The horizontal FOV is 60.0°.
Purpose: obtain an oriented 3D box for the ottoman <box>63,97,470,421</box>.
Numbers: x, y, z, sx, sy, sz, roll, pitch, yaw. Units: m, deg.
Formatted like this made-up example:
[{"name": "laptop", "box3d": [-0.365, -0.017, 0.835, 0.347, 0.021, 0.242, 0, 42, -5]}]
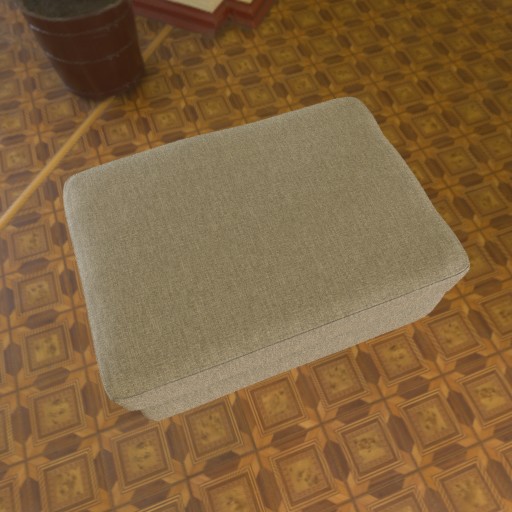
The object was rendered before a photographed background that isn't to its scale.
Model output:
[{"name": "ottoman", "box3d": [0.000, 0.000, 1.253, 0.873, 0.494, 0.639, -19, 63, -10]}]
